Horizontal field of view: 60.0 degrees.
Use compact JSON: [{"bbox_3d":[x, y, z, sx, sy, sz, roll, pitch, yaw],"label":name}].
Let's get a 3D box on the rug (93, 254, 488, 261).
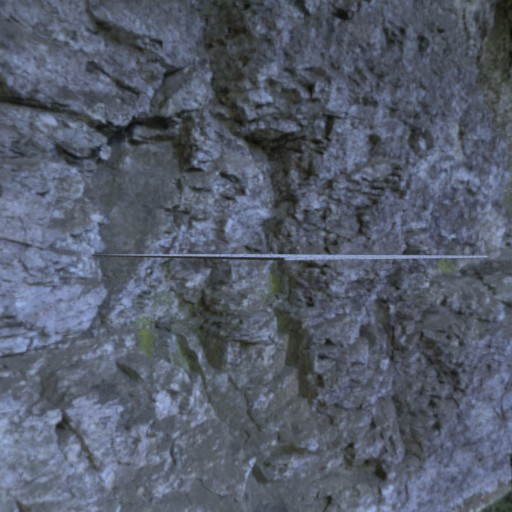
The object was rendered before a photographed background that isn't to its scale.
[{"bbox_3d":[0.000,0.000,3.091,1.526,0.012,2.444,0,1,-36],"label":"rug"}]
